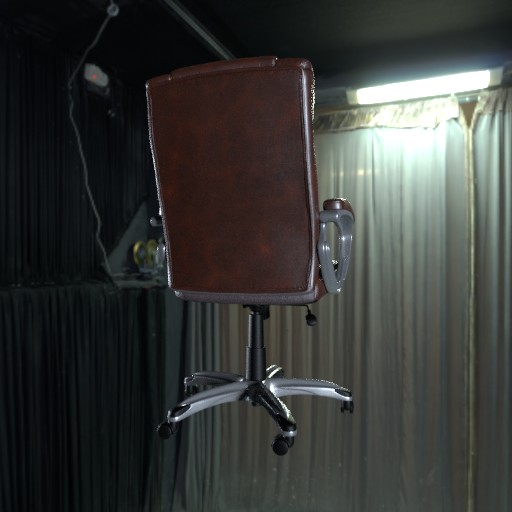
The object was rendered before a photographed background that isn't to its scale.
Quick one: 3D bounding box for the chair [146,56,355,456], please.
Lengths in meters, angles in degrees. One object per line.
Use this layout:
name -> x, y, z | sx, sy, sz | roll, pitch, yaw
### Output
chair -> 0.000, 0.000, 1.568 | 0.656, 1.128, 0.692 | 0, 0, 17
